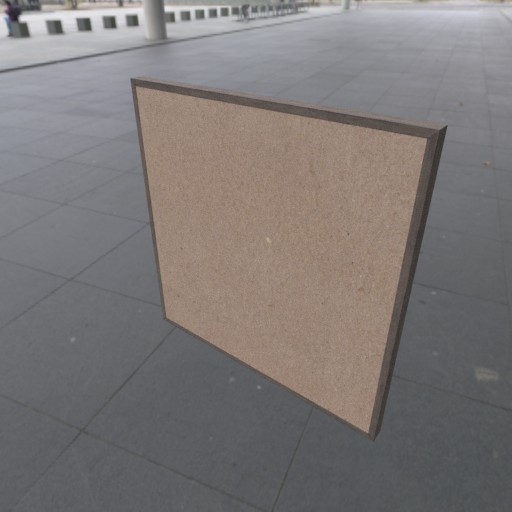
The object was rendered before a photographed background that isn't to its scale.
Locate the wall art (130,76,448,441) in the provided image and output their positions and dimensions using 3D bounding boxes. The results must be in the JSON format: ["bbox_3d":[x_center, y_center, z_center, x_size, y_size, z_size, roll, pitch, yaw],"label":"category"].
[{"bbox_3d":[0.000,0.000,1.105,0.762,0.762,0.038,22,37,32],"label":"wall art"}]
